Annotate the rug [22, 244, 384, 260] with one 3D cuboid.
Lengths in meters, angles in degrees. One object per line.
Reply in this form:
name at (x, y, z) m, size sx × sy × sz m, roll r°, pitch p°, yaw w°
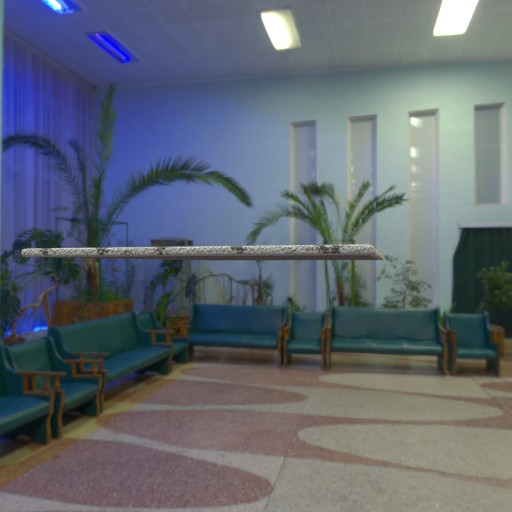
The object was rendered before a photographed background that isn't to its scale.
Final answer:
rug at (0.000, 0.000, 2.250) m, size 1.219 × 0.030 × 1.778 m, roll 0°, pitch -1°, yaw 17°
